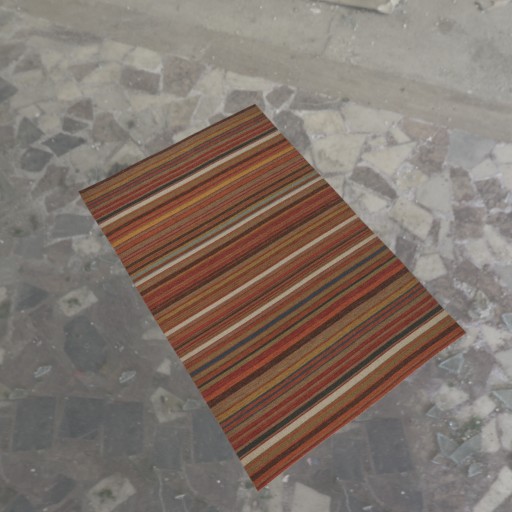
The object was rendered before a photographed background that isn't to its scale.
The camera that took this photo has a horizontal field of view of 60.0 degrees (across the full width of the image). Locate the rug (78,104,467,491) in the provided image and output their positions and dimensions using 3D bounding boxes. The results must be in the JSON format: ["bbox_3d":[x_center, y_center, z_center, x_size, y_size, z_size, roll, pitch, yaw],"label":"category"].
[{"bbox_3d":[0.000,0.000,2.327,1.217,0.007,1.828,-31,67,-15],"label":"rug"}]
